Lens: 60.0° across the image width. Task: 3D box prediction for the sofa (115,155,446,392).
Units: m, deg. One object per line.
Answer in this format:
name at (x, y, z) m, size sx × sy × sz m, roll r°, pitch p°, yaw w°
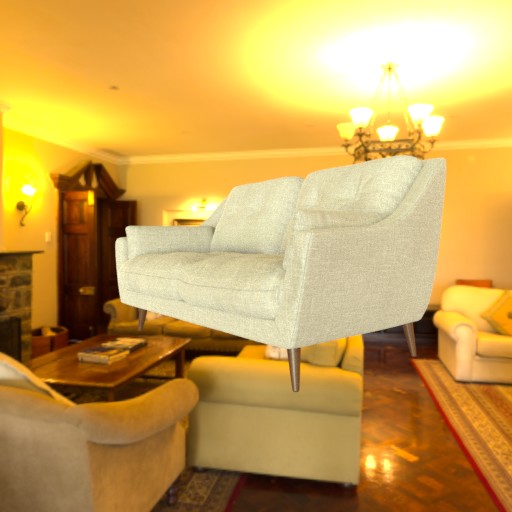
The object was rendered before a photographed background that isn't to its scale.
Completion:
sofa at (0.000, 0.000, 2.238) m, size 0.965 × 0.888 × 1.652 m, roll -1°, pitch 2°, yaw -37°
